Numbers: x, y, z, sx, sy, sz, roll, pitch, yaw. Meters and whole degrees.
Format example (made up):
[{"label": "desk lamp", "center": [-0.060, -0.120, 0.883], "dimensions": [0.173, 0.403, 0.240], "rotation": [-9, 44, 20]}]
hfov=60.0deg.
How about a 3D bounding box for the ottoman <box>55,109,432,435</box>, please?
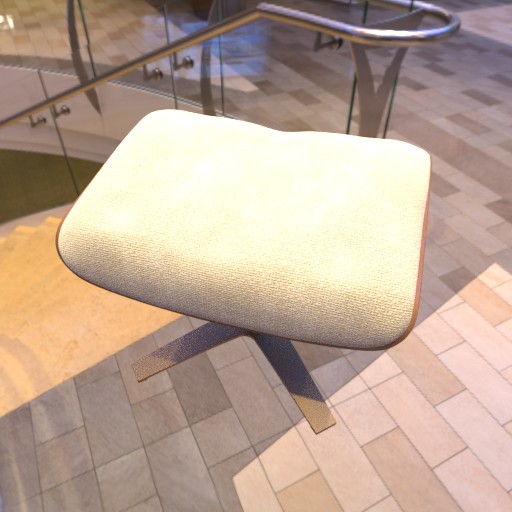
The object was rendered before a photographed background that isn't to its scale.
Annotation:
[{"label": "ottoman", "center": [0.000, 0.000, 0.798], "dimensions": [0.520, 0.391, 0.394], "rotation": [12, 43, 13]}]
